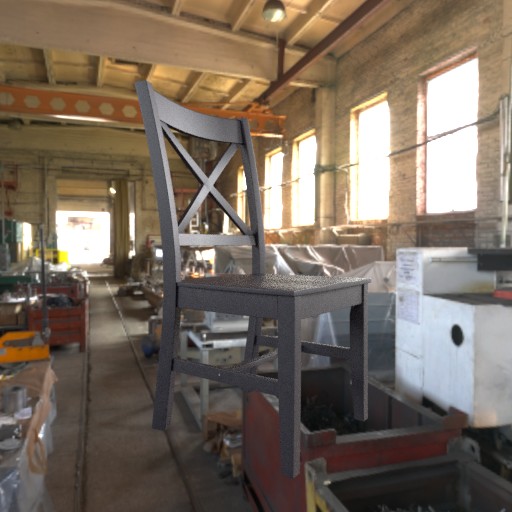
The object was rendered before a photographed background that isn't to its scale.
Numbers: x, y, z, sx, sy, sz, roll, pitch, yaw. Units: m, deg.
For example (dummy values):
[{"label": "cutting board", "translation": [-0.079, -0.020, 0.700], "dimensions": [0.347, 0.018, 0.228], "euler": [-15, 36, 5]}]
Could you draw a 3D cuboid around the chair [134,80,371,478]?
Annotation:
[{"label": "chair", "translation": [0.000, 0.000, 1.308], "dimensions": [0.542, 0.983, 0.485], "euler": [1, 2, 36]}]
